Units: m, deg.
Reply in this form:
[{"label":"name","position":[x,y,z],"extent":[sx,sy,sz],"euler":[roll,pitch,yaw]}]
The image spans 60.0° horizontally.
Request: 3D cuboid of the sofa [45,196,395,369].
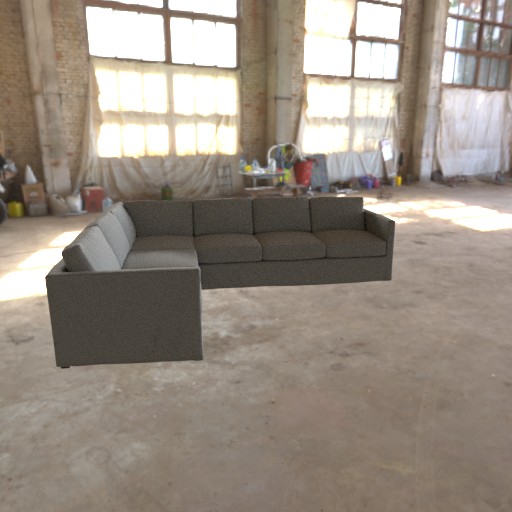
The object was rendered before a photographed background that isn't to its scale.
[{"label":"sofa","position":[0.000,0.000,4.325],"extent":[3.182,0.871,2.432],"euler":[-2,15,-9]}]
